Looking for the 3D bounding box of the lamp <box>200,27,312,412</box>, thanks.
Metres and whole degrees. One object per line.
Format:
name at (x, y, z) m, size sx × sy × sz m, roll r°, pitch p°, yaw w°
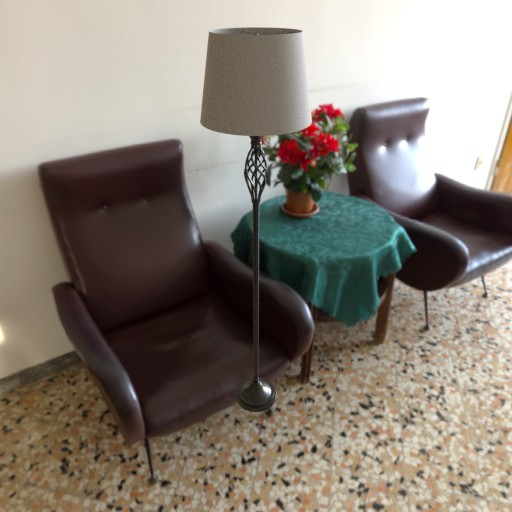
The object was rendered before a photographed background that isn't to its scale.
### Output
lamp at (0.000, 0.000, 1.787) m, size 0.379 × 1.623 × 0.379 m, roll 0°, pitch 31°, yaw 0°
